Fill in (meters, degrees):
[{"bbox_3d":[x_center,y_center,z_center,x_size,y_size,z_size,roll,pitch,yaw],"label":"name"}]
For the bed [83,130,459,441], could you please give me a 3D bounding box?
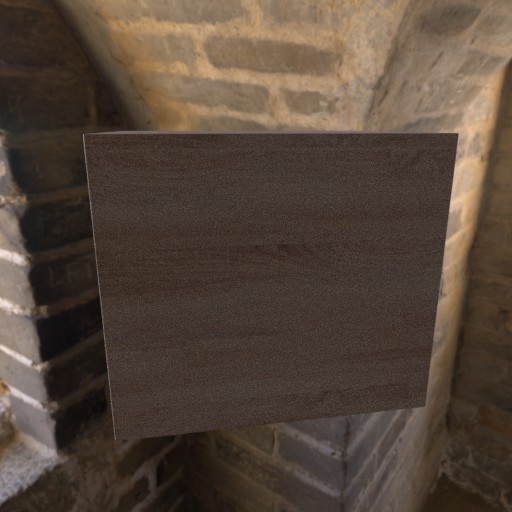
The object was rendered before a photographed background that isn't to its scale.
[{"bbox_3d":[0.000,0.000,0.779,0.460,0.420,0.401,-3,16,-9],"label":"bed"}]
